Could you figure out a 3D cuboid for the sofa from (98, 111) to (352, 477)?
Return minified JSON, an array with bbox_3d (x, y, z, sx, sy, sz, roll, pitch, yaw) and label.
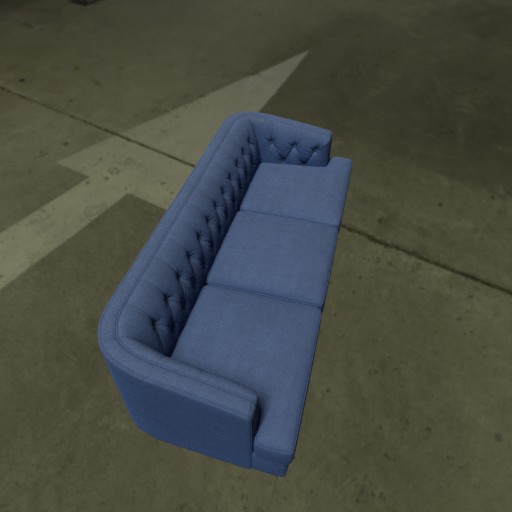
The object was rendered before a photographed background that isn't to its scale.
[{"bbox_3d":[0.000,0.000,2.674,0.914,0.787,2.235,11,46,10],"label":"sofa"}]
